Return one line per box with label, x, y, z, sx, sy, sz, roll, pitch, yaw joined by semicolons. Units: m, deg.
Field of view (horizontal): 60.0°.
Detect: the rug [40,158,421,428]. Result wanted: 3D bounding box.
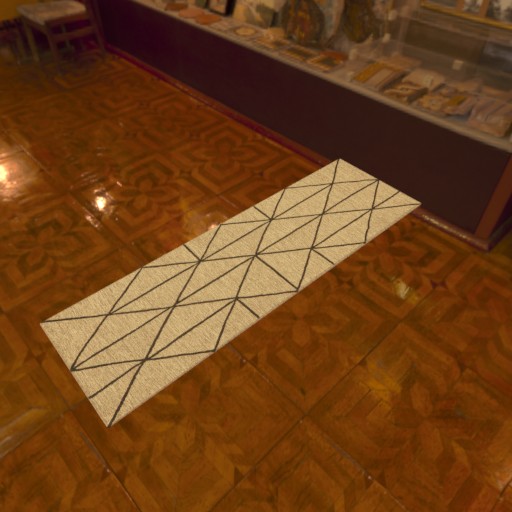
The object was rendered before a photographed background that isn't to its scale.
rug;0.000;0.000;2.756;2.438;0.012;0.762;-32;53;-28
